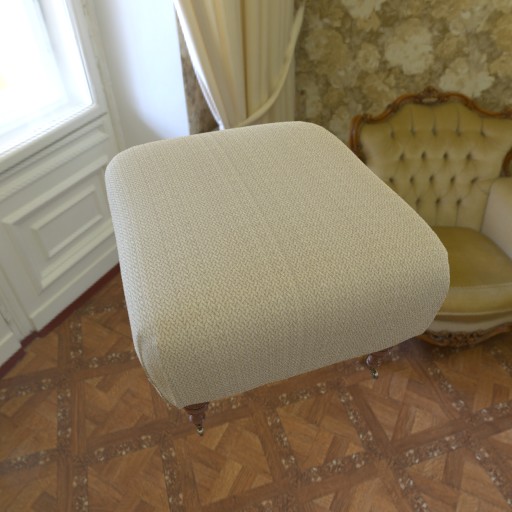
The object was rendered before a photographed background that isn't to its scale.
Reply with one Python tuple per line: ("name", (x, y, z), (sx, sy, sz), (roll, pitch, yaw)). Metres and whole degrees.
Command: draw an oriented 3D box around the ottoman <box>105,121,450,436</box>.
("ottoman", (0.000, 0.000, 1.084), (0.622, 0.447, 0.684), (-13, 43, -14))
